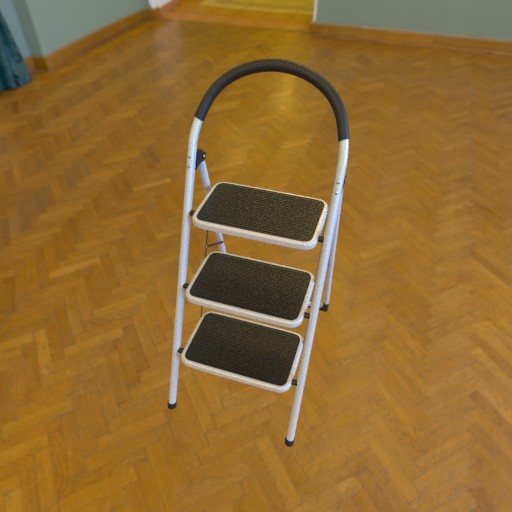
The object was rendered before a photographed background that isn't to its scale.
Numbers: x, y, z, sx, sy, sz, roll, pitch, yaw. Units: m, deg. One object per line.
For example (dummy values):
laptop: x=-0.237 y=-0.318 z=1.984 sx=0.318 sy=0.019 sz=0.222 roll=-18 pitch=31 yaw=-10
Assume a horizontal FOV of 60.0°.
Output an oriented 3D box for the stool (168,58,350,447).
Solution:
stool: x=0.000 y=0.000 z=1.462 sx=0.485 sy=1.109 sz=0.676 roll=12 pitch=44 yaw=13
